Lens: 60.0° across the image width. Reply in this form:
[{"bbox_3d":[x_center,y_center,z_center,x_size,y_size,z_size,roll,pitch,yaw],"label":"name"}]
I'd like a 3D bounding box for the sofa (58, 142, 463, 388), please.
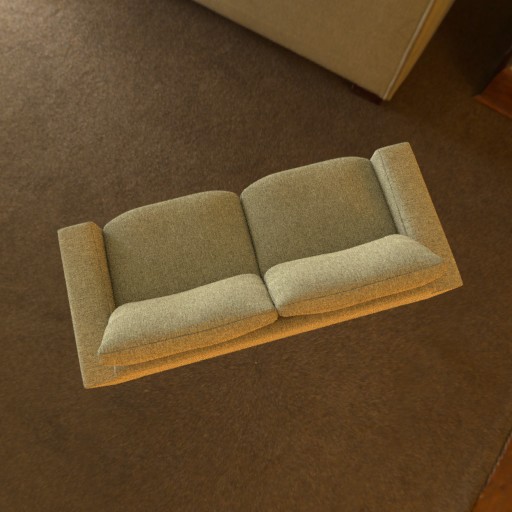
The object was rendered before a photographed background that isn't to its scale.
[{"bbox_3d":[0.000,0.000,2.791,2.299,0.922,1.040,-15,77,-4],"label":"sofa"}]
